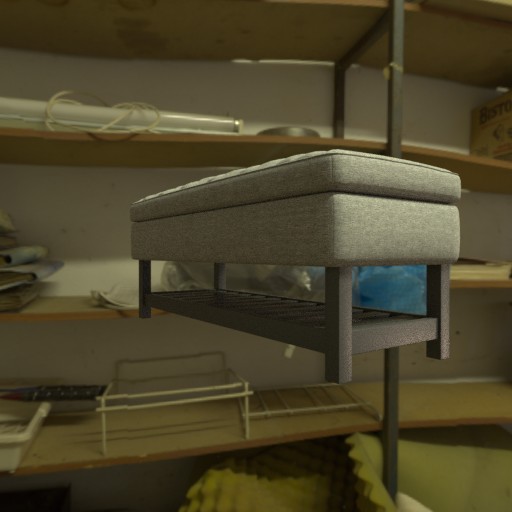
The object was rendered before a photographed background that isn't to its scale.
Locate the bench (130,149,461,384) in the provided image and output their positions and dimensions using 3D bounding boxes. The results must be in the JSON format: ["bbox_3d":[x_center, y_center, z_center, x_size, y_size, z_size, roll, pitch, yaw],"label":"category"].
[{"bbox_3d":[0.000,0.000,1.348,0.429,0.470,1.100,0,1,-35],"label":"bench"}]
